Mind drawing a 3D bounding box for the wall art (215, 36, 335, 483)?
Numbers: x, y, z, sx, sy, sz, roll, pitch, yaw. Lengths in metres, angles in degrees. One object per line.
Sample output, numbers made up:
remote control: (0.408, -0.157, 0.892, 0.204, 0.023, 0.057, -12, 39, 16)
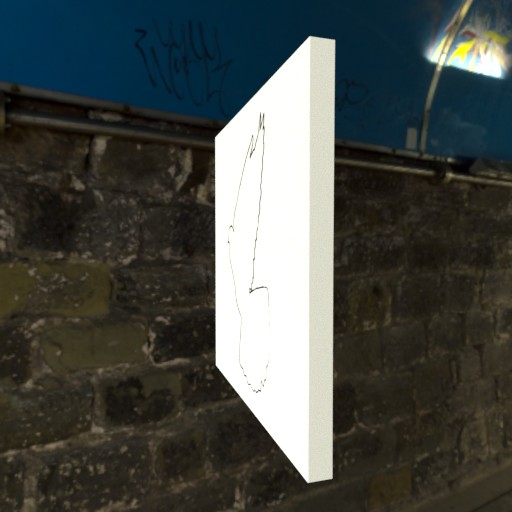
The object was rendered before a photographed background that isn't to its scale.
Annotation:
wall art: (0.000, 0.000, 0.901, 0.038, 0.610, 0.610, -1, 2, -17)
